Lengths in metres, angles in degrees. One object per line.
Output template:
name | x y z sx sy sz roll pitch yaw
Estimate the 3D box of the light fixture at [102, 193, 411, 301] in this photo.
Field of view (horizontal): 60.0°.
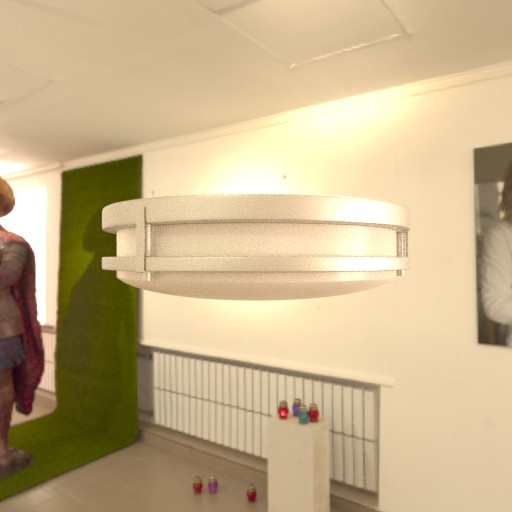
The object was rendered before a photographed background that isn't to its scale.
light fixture | 0.000 0.000 0.539 0.356 0.102 0.356 0 0 0
